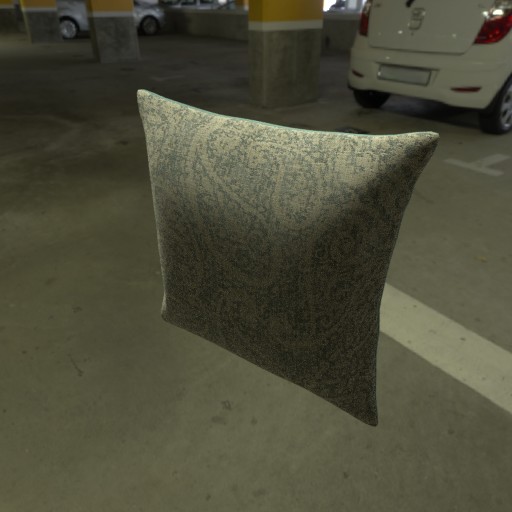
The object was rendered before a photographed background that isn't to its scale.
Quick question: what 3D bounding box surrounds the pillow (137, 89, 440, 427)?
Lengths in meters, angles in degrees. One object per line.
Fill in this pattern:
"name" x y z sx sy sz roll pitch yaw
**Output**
"pillow" 0.000 0.000 0.779 0.526 0.507 0.166 20 35 30
